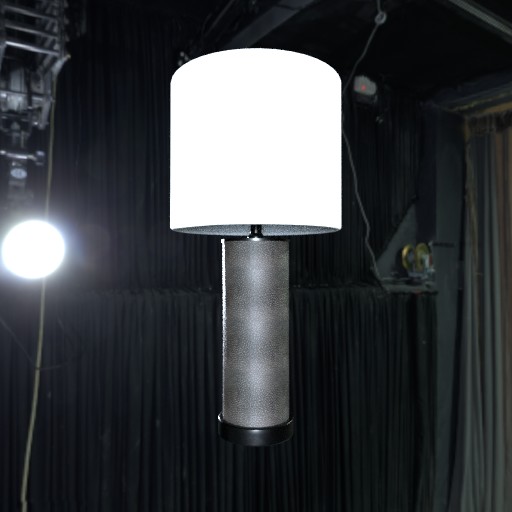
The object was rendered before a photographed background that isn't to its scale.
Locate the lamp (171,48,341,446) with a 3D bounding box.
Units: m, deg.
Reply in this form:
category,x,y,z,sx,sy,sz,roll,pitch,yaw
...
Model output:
category,x,y,z,sx,sy,sz,roll,pitch,yaw
lamp,0.000,0.000,0.806,0.305,0.634,0.305,0,-1,-39
